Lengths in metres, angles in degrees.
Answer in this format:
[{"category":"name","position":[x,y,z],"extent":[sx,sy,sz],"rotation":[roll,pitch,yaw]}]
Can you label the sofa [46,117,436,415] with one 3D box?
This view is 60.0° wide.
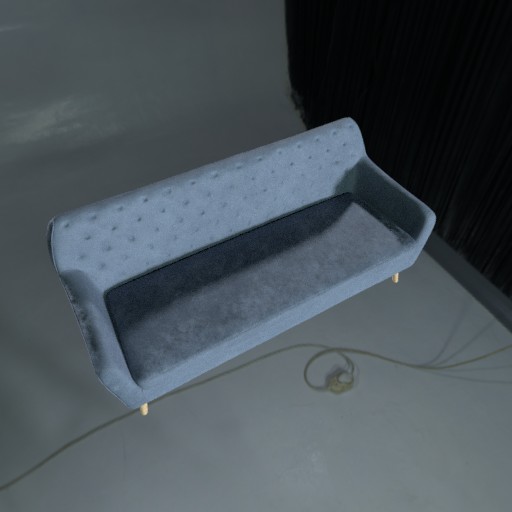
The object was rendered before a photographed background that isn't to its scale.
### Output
[{"category":"sofa","position":[0.000,0.000,2.495],"extent":[1.975,0.832,0.841],"rotation":[-24,52,-20]}]
